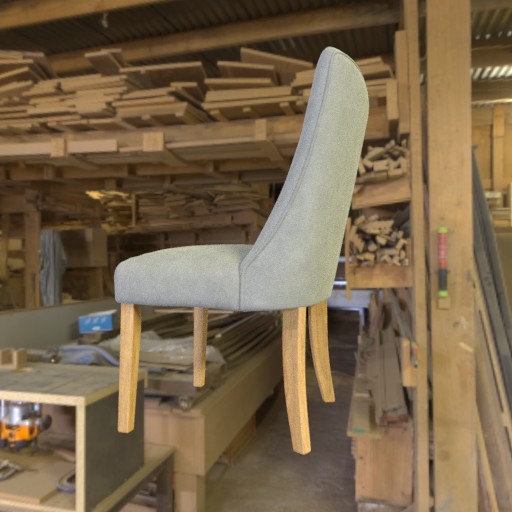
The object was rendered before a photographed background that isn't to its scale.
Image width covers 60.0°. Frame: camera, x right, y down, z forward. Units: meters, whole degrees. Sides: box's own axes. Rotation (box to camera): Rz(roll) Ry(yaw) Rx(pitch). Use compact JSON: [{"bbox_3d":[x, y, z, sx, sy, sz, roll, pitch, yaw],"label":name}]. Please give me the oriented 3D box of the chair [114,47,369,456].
[{"bbox_3d":[0.000,0.000,1.239,0.610,0.902,0.495,0,0,18],"label":"chair"}]
